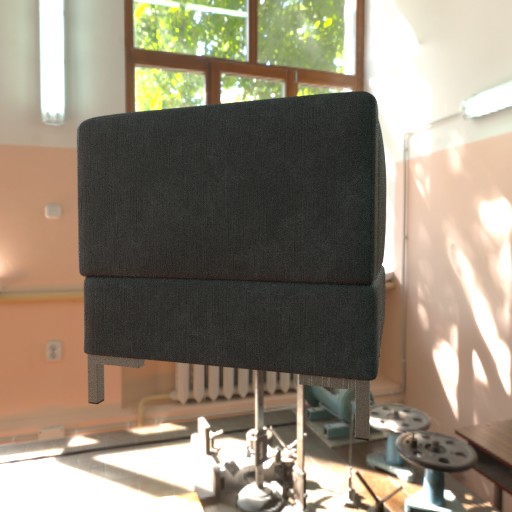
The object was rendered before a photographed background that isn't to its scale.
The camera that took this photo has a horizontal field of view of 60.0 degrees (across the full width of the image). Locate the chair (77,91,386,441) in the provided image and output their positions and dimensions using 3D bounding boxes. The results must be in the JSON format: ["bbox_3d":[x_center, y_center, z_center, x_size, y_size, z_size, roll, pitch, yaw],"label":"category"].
[{"bbox_3d":[0.000,0.000,1.218,0.680,0.660,0.680,1,3,18],"label":"chair"}]
